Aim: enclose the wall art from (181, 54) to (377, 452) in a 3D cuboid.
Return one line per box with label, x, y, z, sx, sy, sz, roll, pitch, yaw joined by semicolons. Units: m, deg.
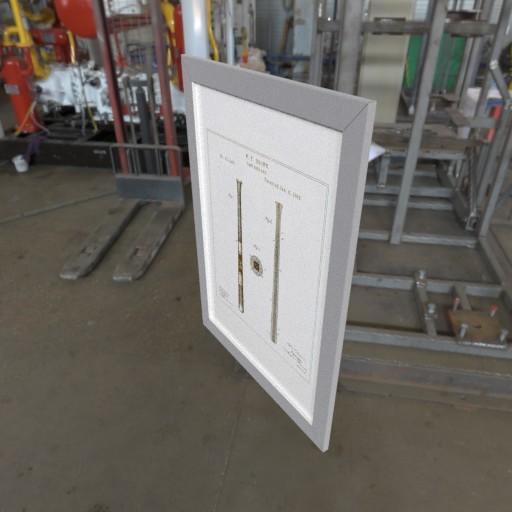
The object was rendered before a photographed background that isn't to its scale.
wall art;0.000;0.000;0.681;0.012;0.529;0.374;-21;38;-30
